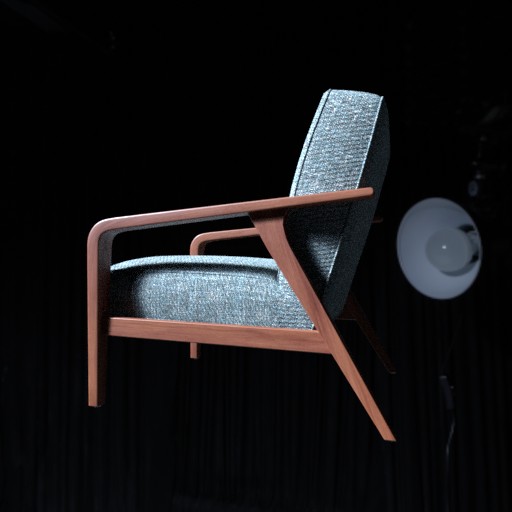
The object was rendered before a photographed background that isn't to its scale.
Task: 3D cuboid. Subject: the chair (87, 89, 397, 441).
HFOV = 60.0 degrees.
[{"bbox_3d":[0.000,0.000,1.476,0.889,0.864,0.719,0,-1,18],"label":"chair"}]
